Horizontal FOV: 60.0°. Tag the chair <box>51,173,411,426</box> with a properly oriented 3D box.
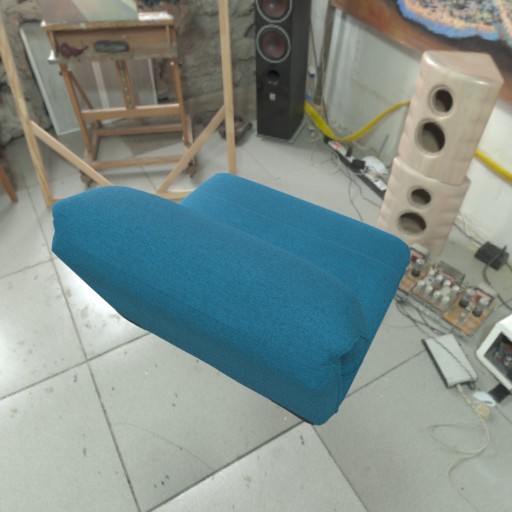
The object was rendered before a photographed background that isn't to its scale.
[{"bbox_3d":[0.000,0.000,1.345,0.820,0.580,0.780,24,52,20],"label":"chair"}]
